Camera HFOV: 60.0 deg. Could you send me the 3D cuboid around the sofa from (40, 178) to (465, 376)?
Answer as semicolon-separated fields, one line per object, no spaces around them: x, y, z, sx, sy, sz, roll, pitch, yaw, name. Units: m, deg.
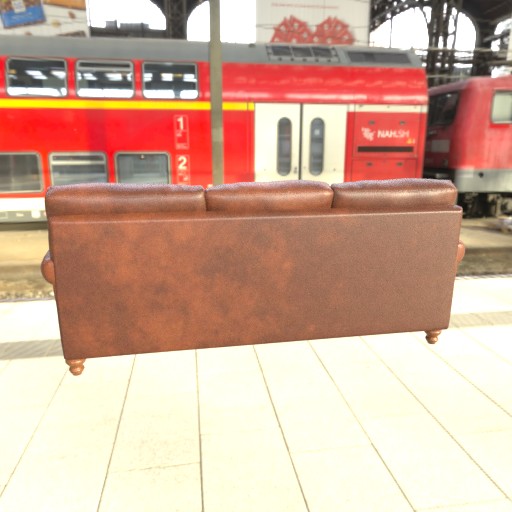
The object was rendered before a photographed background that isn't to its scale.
0.000;0.000;2.777;2.351;0.977;0.973;-3;14;-10;sofa
